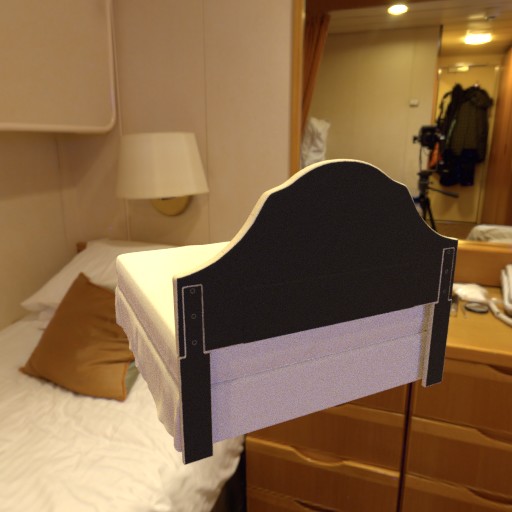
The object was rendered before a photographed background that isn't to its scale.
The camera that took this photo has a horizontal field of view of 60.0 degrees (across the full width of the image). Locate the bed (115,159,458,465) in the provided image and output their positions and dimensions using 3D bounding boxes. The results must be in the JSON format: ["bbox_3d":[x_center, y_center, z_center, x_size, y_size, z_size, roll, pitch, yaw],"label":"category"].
[{"bbox_3d":[0.000,0.000,3.585,2.008,1.615,2.214,-7,16,-25],"label":"bed"}]
